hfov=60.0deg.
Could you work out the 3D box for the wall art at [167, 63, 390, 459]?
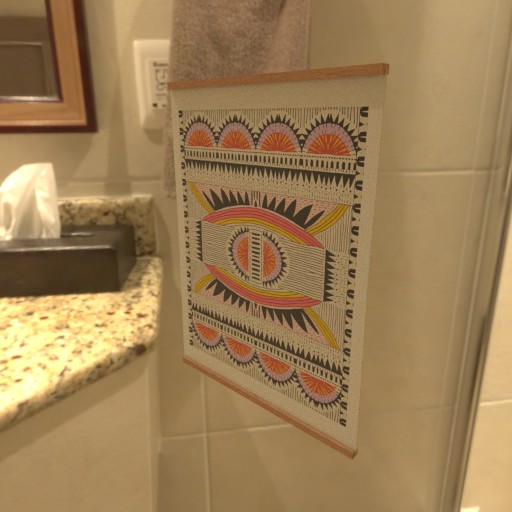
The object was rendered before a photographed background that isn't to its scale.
[{"bbox_3d":[0.000,0.000,1.338,0.765,1.016,0.028,16,23,41],"label":"wall art"}]
